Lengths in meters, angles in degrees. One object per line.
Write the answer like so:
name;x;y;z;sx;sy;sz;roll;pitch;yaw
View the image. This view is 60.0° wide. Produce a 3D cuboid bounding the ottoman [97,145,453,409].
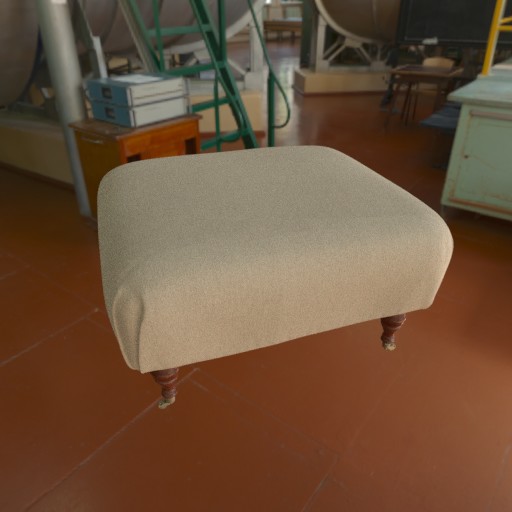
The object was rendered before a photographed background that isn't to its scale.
ottoman;0.000;0.000;1.156;0.746;0.450;0.639;-10;32;-16
